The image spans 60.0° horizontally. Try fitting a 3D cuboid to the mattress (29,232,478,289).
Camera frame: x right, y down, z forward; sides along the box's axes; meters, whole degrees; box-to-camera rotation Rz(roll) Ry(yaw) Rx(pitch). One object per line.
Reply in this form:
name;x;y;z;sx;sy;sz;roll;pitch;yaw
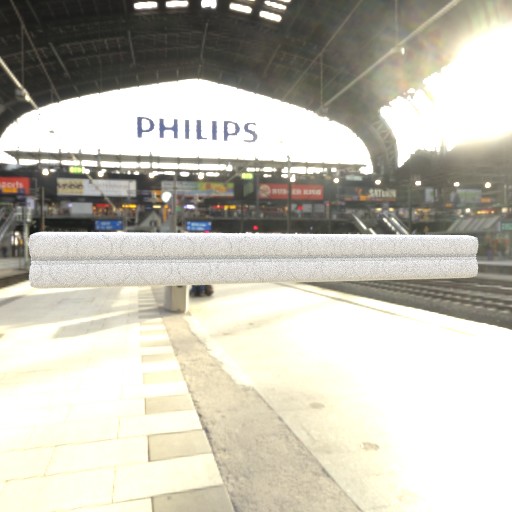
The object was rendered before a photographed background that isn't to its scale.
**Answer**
mattress;0.000;0.000;2.216;1.900;0.200;0.900;0;1;-17
